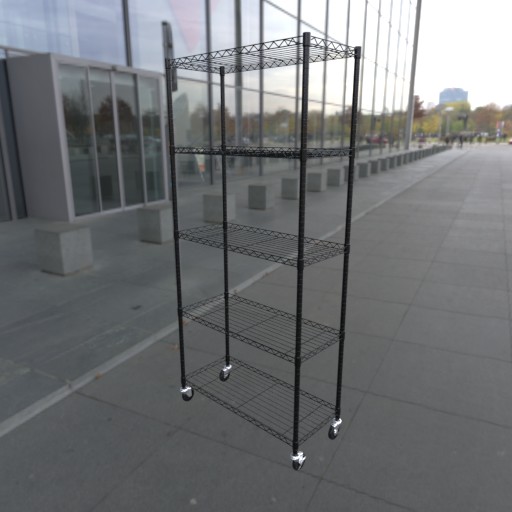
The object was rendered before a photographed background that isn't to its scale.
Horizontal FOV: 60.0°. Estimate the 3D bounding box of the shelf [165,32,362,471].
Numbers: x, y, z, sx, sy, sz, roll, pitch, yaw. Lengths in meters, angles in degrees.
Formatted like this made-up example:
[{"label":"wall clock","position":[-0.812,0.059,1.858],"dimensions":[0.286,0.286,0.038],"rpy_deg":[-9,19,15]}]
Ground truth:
[{"label":"shelf","position":[0.000,0.000,1.949],"dimensions":[0.762,1.645,0.356],"rpy_deg":[14,20,41]}]
